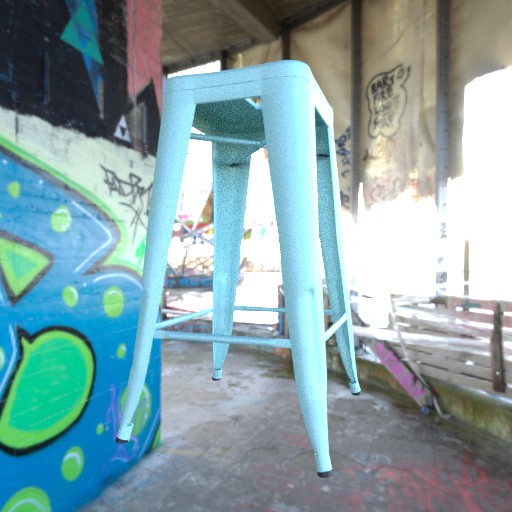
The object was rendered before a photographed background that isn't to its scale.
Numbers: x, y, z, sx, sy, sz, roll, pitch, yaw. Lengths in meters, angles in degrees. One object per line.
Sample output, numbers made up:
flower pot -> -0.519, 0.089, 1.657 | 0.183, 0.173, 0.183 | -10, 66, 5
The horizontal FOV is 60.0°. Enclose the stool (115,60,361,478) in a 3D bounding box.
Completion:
stool -> 0.000, 0.000, 0.847 | 0.359, 0.609, 0.399 | 0, 1, 19
